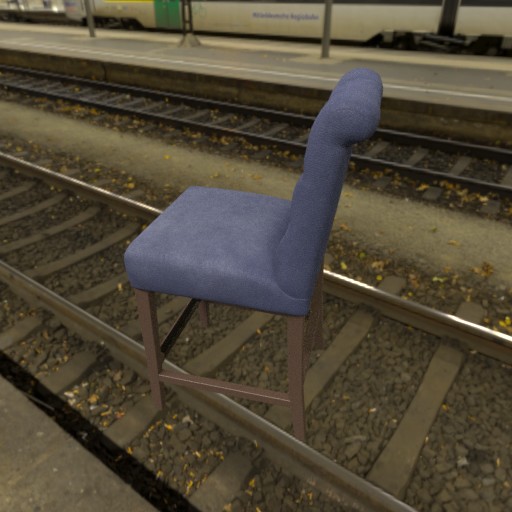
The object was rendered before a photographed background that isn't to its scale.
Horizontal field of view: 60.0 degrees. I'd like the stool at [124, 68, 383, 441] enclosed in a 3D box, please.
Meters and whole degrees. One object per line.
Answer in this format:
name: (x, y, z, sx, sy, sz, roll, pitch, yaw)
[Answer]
stool: (0.000, 0.000, 1.327, 0.601, 1.010, 0.493, 8, 32, 13)
